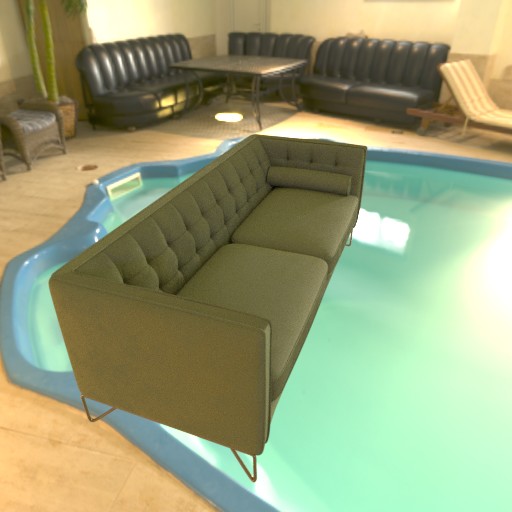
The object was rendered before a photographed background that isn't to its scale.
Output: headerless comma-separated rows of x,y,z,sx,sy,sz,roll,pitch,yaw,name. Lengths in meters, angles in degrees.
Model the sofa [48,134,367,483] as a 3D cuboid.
0.000,0.000,2.481,0.867,0.789,2.087,11,32,18,sofa
